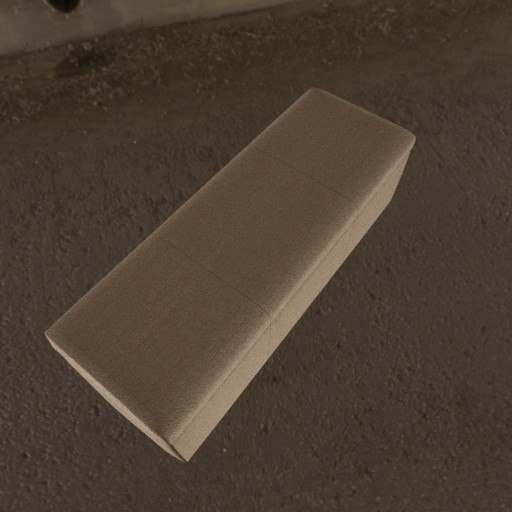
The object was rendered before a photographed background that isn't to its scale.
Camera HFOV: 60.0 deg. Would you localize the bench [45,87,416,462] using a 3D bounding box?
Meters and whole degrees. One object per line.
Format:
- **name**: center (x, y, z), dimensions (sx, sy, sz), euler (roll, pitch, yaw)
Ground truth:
- **bench**: center (0.000, 0.000, 1.499), dimensions (0.446, 0.438, 1.269), euler (33, 64, 19)
